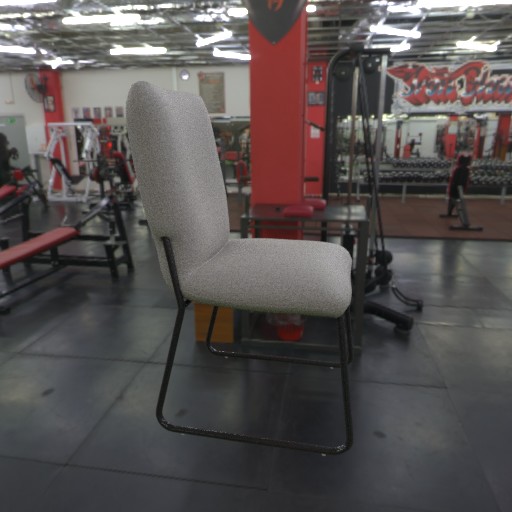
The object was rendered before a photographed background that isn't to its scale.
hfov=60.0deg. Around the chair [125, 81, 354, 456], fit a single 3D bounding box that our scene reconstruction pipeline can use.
[{"bbox_3d":[0.000,0.000,1.201,0.560,0.864,0.448,3,16,11],"label":"chair"}]
